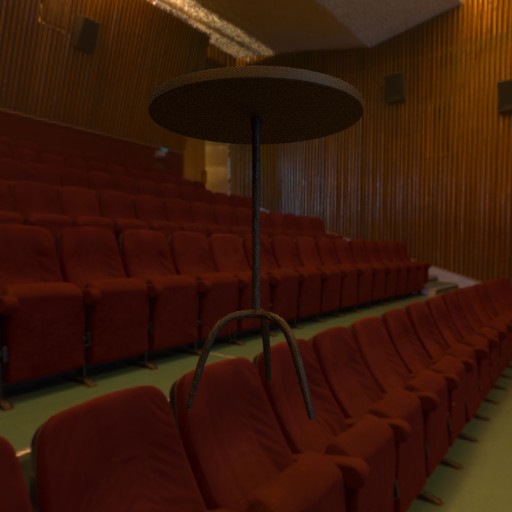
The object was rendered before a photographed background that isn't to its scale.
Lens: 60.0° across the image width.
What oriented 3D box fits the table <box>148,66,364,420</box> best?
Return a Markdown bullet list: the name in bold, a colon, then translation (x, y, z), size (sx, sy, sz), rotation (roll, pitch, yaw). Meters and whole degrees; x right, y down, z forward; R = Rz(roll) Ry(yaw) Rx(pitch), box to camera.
- **table**: translation (0.000, 0.000, 1.066), size (0.502, 0.700, 0.502), rotation (0, 0, 37)
